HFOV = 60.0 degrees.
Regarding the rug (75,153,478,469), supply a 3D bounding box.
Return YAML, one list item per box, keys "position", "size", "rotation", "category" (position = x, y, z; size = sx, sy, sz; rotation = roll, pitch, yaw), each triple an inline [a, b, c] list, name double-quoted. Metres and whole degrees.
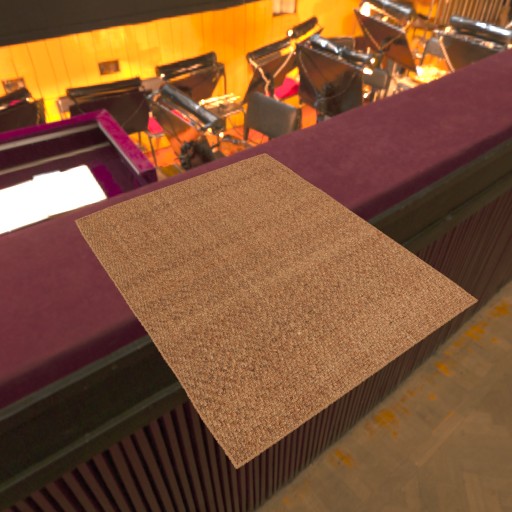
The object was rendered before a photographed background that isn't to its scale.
- position: [0.000, 0.000, 4.115]
  size: [2.439, 0.013, 3.048]
  rotation: [-25, 48, -25]
  category: "rug"
